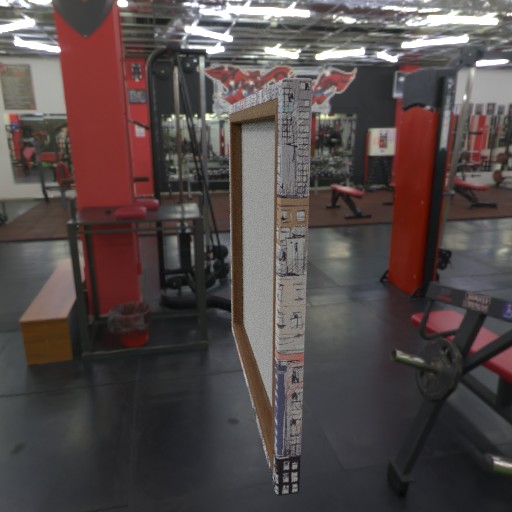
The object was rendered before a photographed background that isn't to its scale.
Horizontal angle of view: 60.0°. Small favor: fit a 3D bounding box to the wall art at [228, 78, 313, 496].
[{"bbox_3d":[0.000,0.000,1.124,0.048,0.762,0.761,-3,16,-9],"label":"wall art"}]
